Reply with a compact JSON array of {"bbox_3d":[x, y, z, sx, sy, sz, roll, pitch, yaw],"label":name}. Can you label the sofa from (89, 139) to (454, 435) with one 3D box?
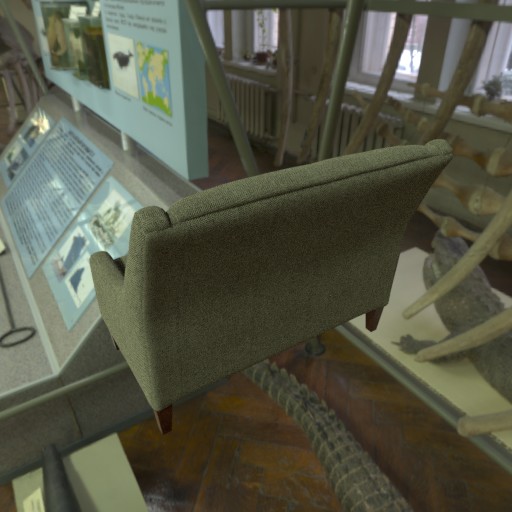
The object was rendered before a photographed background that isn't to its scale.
[{"bbox_3d":[0.000,0.000,1.917,1.242,1.021,0.870,-18,35,-28],"label":"sofa"}]
